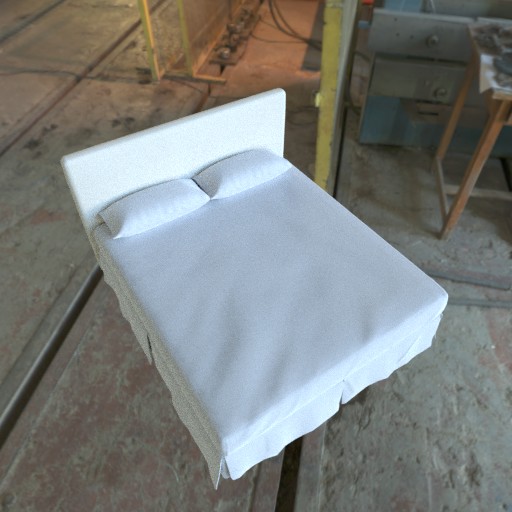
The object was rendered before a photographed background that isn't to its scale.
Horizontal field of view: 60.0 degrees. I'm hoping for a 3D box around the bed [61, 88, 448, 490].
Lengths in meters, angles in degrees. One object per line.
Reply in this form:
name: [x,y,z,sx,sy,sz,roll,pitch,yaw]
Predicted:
bed: [0.000,0.000,3.492,2.119,1.317,2.341,-26,52,-22]
